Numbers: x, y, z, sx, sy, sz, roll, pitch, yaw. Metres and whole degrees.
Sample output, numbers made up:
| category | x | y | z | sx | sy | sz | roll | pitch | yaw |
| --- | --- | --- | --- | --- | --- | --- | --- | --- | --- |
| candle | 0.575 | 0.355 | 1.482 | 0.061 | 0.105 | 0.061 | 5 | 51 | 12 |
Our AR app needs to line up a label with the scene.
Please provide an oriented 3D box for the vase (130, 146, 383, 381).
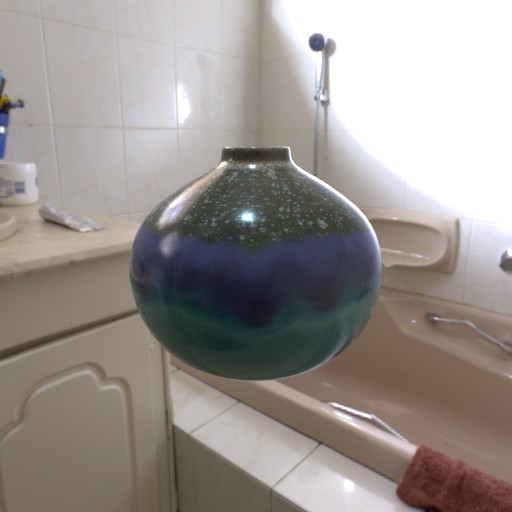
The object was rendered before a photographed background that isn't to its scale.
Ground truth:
| category | x | y | z | sx | sy | sz | roll | pitch | yaw |
| --- | --- | --- | --- | --- | --- | --- | --- | --- | --- |
| vase | 0.000 | 0.000 | 0.278 | 0.154 | 0.133 | 0.154 | 0 | 14 | 0 |
